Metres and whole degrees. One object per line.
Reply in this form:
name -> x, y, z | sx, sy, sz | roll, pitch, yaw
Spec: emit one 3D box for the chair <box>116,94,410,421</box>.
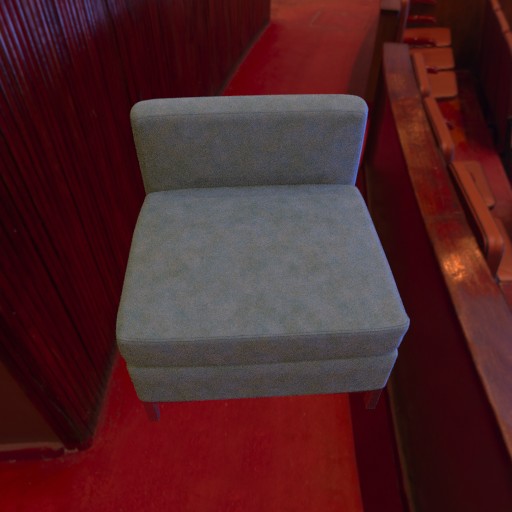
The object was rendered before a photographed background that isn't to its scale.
chair -> 0.000, 0.000, 1.266 | 0.684, 0.660, 0.685 | -2, 45, -2
